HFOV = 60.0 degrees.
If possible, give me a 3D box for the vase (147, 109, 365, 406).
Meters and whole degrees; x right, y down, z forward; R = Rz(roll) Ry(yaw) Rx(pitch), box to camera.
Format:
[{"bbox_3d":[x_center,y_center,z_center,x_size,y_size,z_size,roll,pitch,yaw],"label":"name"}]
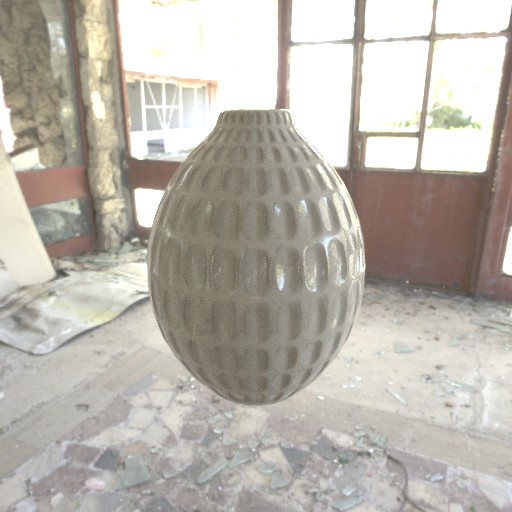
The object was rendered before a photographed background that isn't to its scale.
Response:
[{"bbox_3d":[0.000,0.000,0.266,0.128,0.167,0.128,0,18,0],"label":"vase"}]
